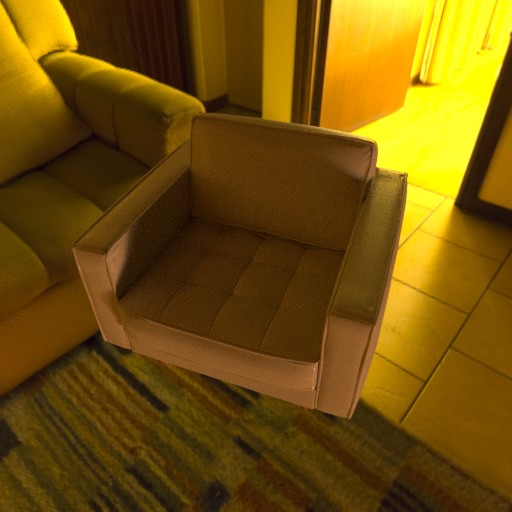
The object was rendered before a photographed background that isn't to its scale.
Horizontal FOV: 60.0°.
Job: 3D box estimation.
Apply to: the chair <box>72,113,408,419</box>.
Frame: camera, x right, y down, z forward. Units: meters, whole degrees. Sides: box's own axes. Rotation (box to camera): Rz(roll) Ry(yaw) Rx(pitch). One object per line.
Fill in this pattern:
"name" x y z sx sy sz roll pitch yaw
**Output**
"chair" 0.000 0.000 1.550 0.928 0.773 0.843 13 42 15
